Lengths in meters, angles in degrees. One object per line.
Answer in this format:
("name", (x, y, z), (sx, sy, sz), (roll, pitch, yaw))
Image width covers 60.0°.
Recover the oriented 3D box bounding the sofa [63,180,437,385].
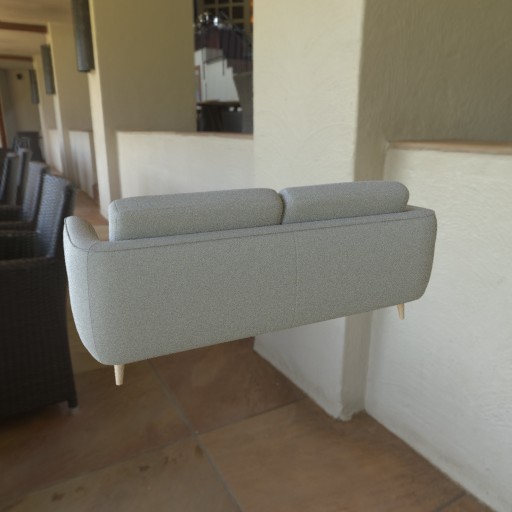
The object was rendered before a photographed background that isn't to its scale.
("sofa", (0.000, 0.000, 2.531), (2.000, 0.850, 0.920), (-7, 18, -24))
